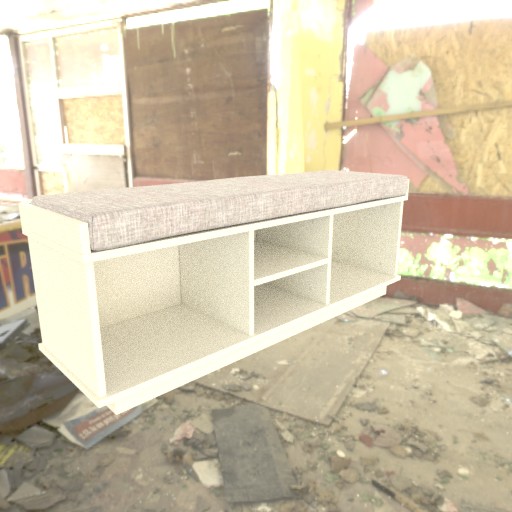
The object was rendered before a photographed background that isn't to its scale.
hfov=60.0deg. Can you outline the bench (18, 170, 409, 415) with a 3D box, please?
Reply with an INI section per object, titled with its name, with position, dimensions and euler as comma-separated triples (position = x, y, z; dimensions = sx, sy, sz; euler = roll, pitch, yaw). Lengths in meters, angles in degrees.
[bench]
position = 0.000, 0.000, 1.366
dimensions = 1.196, 0.453, 0.363
euler = -14, 21, -42
